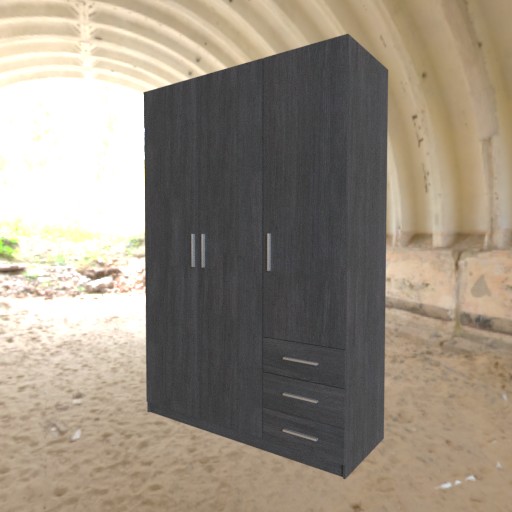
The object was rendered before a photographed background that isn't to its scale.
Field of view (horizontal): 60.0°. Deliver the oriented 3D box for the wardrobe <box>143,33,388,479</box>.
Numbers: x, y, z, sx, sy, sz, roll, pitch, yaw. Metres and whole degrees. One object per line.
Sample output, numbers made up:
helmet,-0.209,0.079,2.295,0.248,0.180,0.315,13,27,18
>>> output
wardrobe,0.000,0.000,2.462,1.290,1.910,0.510,2,3,36
